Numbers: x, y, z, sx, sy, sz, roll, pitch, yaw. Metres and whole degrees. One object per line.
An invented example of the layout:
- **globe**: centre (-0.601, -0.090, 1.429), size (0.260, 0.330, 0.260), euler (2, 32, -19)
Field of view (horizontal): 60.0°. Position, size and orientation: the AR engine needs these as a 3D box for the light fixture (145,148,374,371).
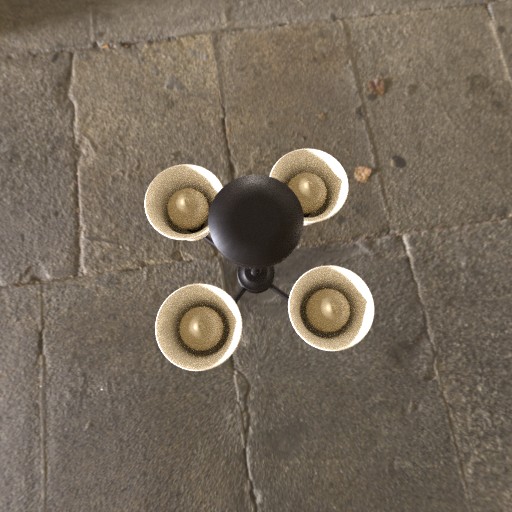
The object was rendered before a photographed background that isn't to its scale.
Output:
- **light fixture**: centre (0.000, 0.000, 1.835), size (1.069, 0.925, 1.069), euler (36, 78, 9)
